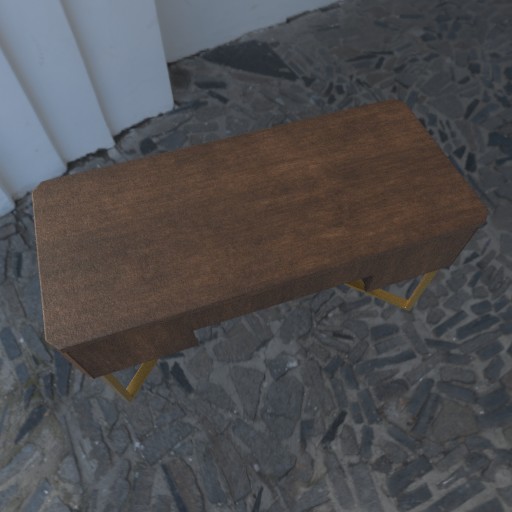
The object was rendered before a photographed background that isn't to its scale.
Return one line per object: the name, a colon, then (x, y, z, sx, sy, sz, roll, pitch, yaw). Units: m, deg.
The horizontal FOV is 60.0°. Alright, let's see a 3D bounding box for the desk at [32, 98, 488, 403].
desk: (0.000, 0.000, 1.871, 1.479, 0.762, 0.684, -16, 60, -10)
